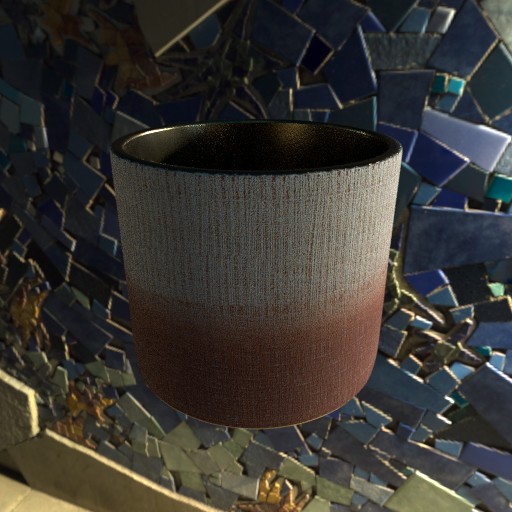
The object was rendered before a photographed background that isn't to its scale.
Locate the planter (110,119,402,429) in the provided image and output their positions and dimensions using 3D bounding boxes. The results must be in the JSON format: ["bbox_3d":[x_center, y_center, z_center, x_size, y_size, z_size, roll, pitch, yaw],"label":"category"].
[{"bbox_3d":[0.000,0.000,0.383,0.221,0.201,0.221,0,25,0],"label":"planter"}]
